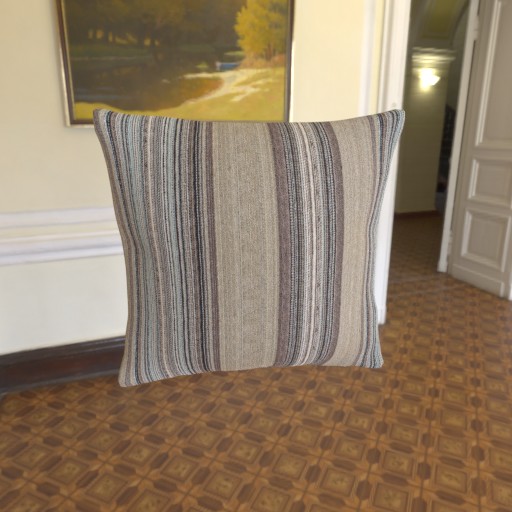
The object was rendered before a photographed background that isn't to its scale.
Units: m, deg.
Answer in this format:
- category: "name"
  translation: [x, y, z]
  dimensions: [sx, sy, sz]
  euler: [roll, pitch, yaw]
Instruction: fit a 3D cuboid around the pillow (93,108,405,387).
- category: "pillow"
  translation: [0.000, 0.000, 0.657]
  dimensions: [0.435, 0.416, 0.189]
  euler: [-2, 16, -7]
